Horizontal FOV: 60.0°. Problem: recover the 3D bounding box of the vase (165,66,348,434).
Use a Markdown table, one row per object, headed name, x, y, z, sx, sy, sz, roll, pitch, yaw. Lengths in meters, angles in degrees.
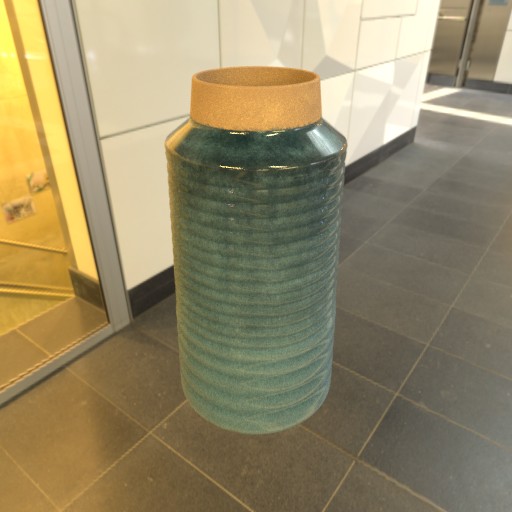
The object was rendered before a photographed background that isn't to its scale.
| name | x | y | z | sx | sy | sz | roll | pitch | yaw |
| --- | --- | --- | --- | --- | --- | --- | --- | --- | --- |
| vase | 0.000 | 0.000 | 0.413 | 0.163 | 0.316 | 0.163 | 0 | 31 | 0 |
